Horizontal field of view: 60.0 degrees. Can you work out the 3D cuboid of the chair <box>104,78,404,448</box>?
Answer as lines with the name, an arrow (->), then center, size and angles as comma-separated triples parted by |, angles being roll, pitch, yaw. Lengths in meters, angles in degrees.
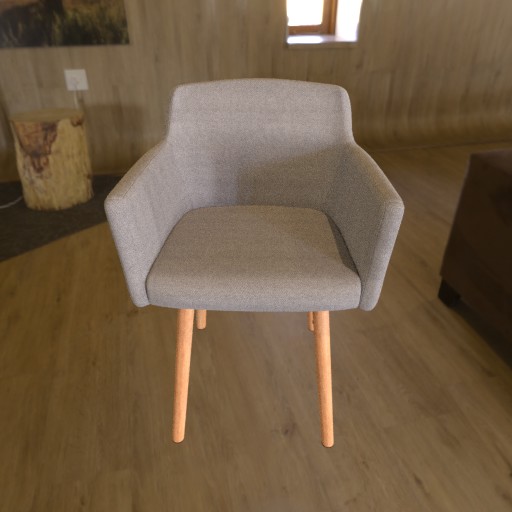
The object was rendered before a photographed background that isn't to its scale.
chair -> 0.000, 0.000, 1.136 | 0.570, 0.780, 0.540 | 1, 31, 1
